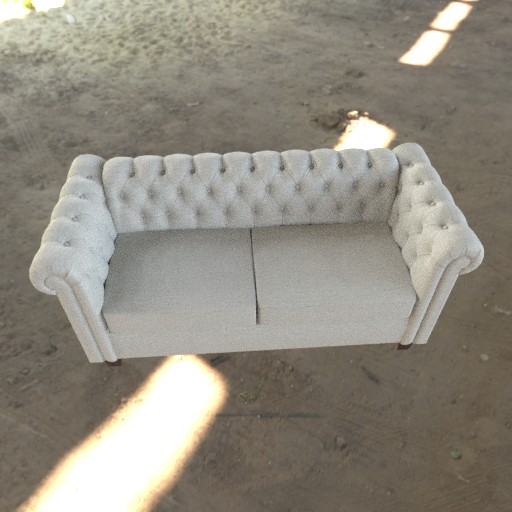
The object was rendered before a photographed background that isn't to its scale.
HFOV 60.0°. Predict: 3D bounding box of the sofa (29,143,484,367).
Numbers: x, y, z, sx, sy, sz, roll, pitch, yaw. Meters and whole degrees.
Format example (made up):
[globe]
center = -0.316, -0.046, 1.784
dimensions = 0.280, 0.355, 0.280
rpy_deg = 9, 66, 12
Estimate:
[sofa]
center = 0.000, 0.000, 2.212
dimensions = 1.798, 0.797, 0.783
rpy_deg = -3, 45, -3
